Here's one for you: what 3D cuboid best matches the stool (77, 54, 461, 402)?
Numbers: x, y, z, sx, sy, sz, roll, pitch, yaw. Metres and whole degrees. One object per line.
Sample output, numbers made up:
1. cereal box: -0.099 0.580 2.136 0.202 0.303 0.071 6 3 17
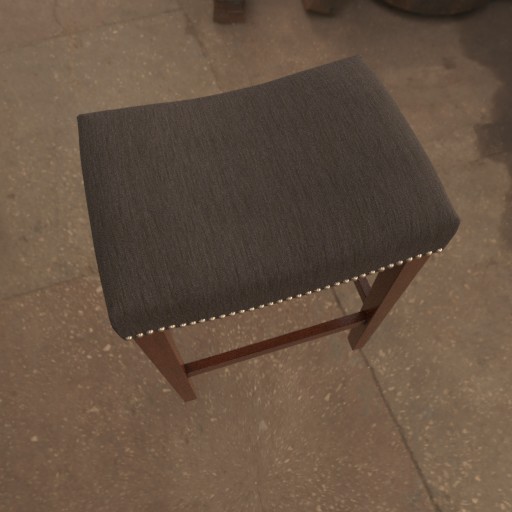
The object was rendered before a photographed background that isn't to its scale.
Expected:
1. stool: 0.000 0.000 0.924 0.504 0.654 0.372 -15 64 -8
